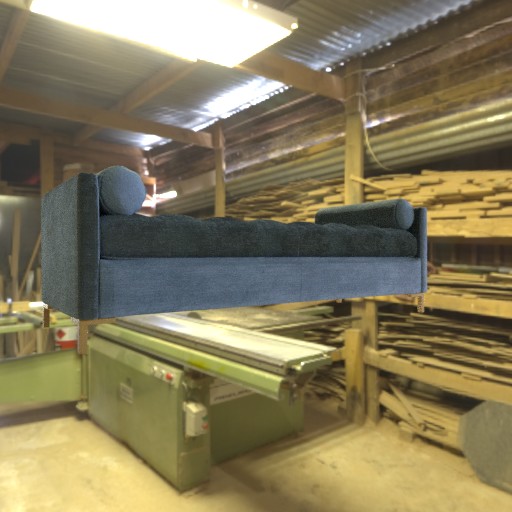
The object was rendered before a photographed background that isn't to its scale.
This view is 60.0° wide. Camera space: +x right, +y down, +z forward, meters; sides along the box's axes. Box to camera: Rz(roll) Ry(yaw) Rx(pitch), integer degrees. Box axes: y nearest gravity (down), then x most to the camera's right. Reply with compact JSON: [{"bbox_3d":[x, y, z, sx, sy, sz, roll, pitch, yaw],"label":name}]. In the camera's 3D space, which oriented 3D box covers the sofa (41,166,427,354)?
[{"bbox_3d":[0.000,0.000,2.485,2.102,0.705,0.796,0,0,-35],"label":"sofa"}]
